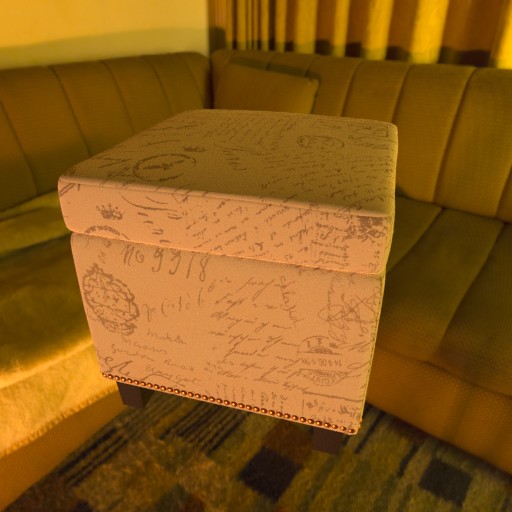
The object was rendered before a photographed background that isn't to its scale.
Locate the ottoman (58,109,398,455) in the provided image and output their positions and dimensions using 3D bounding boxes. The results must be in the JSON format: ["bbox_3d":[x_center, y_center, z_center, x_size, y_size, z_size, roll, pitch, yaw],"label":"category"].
[{"bbox_3d":[0.000,0.000,0.818,0.449,0.457,0.450,8,31,14],"label":"ottoman"}]
